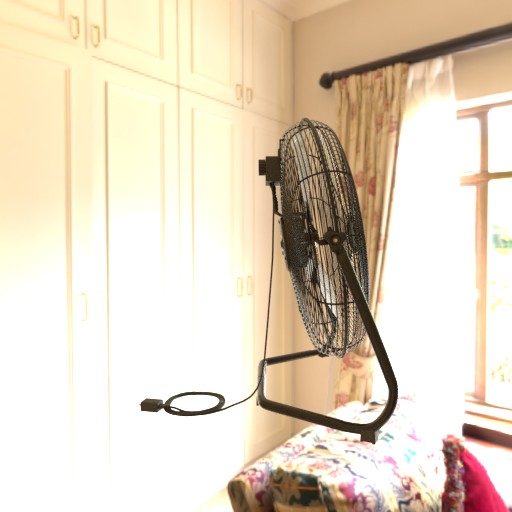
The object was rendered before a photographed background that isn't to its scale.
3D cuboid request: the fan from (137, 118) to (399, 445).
[{"bbox_3d":[0.000,0.000,0.914,0.424,0.546,0.555,0,2,1],"label":"fan"}]
